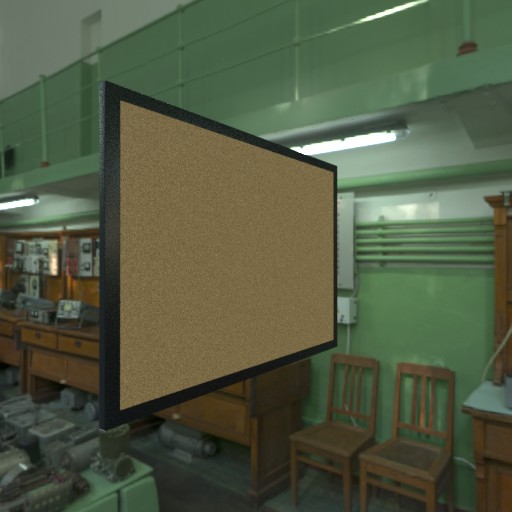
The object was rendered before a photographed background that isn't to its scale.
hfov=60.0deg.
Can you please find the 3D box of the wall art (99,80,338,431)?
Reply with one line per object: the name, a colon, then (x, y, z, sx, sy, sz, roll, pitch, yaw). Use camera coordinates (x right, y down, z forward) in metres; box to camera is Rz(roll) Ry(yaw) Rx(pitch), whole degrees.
wall art: (0.000, 0.000, 1.029, 0.015, 0.552, 0.819, 0, 0, 36)
